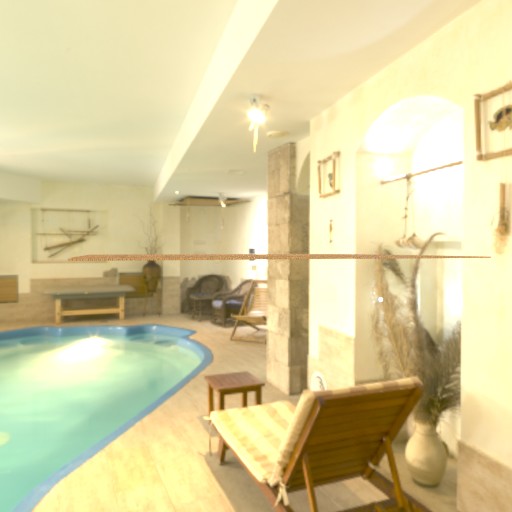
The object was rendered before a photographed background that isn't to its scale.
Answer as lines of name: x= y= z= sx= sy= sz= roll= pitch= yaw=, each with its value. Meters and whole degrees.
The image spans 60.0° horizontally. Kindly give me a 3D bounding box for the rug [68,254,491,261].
rug: x=0.000 y=0.000 z=4.081 sx=3.048 sy=0.013 sz=2.439 roll=0 pitch=1 yaw=-18
